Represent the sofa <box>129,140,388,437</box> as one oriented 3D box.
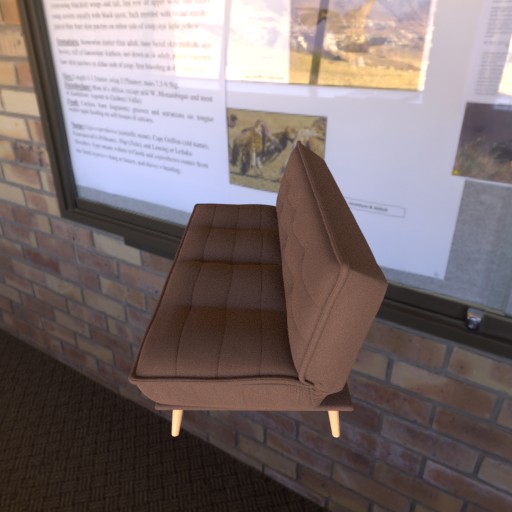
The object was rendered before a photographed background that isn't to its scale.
[{"bbox_3d":[0.000,0.000,2.482,0.950,0.890,1.940,0,26,0],"label":"sofa"}]
